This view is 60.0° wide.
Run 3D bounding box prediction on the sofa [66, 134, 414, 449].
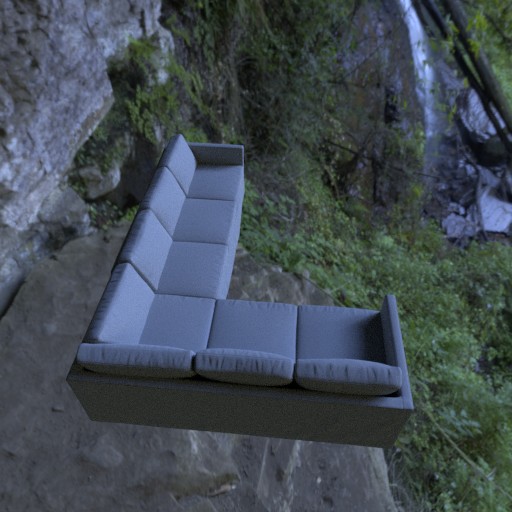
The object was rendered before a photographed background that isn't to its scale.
[{"bbox_3d":[0.000,0.000,4.312,2.432,0.871,3.182,4,46,4],"label":"sofa"}]
